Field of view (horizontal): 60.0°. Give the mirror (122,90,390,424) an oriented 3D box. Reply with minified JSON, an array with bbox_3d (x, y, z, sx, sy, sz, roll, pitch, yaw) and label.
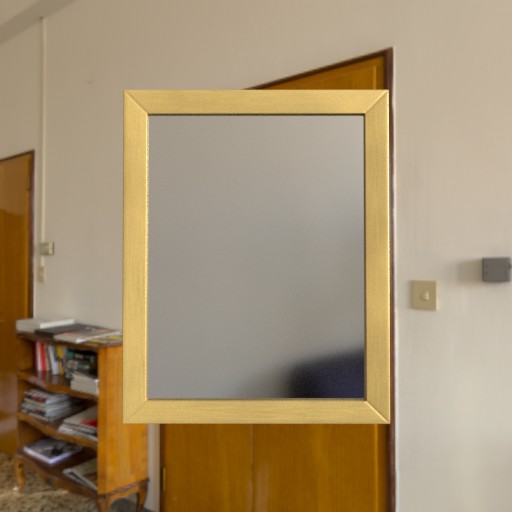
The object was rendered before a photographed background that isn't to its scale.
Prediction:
[{"bbox_3d":[0.000,0.000,0.694,0.405,0.508,0.041,0,-1,0],"label":"mirror"}]
